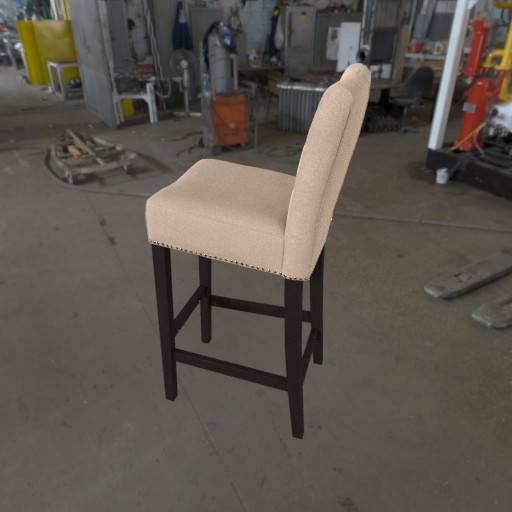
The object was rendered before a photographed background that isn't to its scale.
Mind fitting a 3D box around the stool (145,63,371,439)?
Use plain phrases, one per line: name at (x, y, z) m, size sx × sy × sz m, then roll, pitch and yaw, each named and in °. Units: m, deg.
stool at (0.000, 0.000, 1.331) m, size 0.548 × 1.047 × 0.411 m, roll 9°, pitch 31°, yaw 15°
